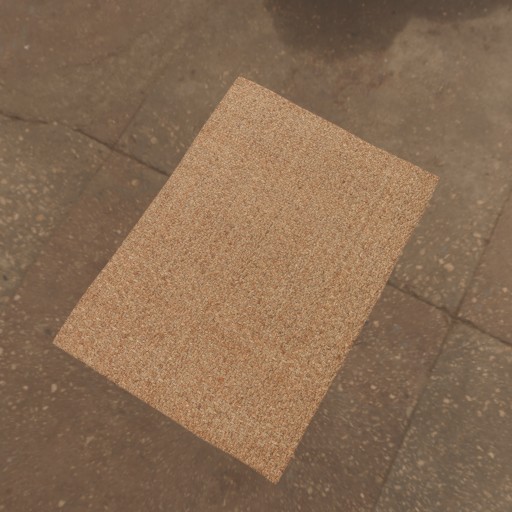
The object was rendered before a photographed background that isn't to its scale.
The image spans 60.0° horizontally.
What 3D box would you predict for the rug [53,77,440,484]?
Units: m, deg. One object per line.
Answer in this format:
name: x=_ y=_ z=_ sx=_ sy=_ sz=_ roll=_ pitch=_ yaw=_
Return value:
rug: x=0.000 y=0.000 z=2.757 sx=1.566 sy=0.013 sz=2.141 roll=29 pitch=77 yaw=7
